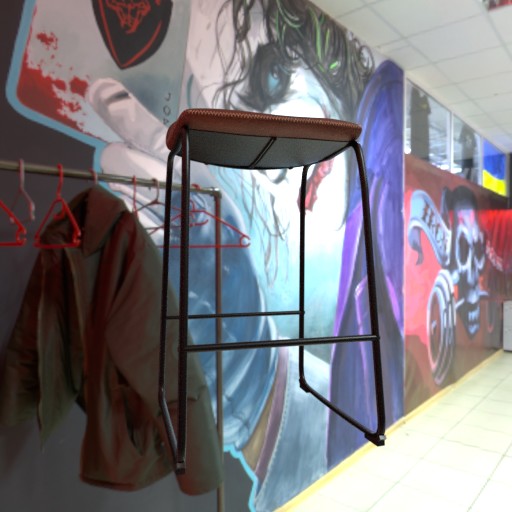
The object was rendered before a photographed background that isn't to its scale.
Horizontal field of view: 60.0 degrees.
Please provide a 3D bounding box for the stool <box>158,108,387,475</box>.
[{"bbox_3d":[0.000,0.000,1.118,0.454,0.830,0.473,0,1,-17],"label":"stool"}]
